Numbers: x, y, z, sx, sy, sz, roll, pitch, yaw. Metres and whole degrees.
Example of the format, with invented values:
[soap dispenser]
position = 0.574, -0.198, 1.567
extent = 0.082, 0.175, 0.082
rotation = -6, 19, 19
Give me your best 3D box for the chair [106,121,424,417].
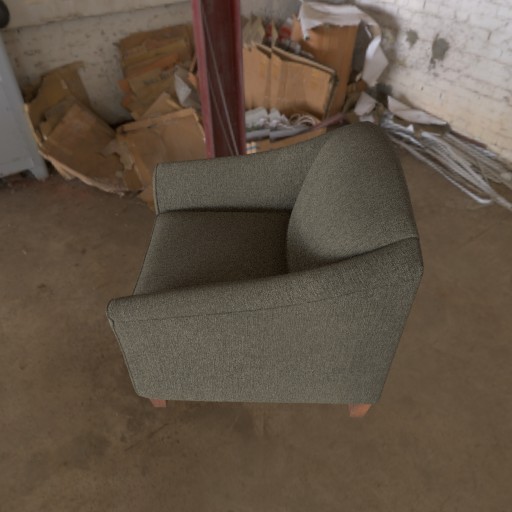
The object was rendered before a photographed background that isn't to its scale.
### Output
[chair]
position = 0.000, 0.000, 1.477
extent = 0.787, 0.839, 0.763
rotation = 0, 42, 0
